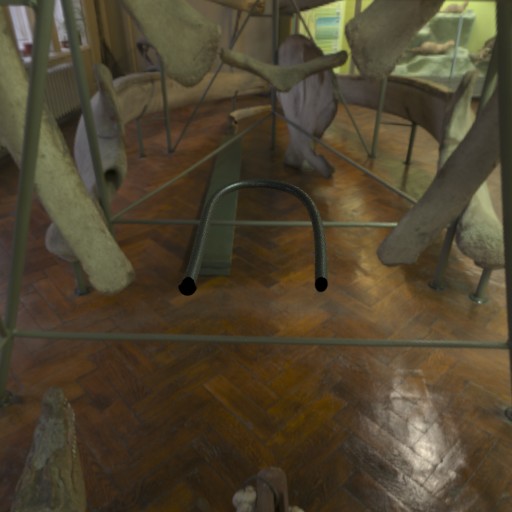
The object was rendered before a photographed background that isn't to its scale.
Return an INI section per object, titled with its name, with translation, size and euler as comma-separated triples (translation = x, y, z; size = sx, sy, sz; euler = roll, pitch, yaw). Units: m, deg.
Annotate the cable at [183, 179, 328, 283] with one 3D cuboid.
[cable]
translation = 0.000, 0.000, 0.111
size = 0.040, 0.006, 0.098
euler = 2, 31, 3
